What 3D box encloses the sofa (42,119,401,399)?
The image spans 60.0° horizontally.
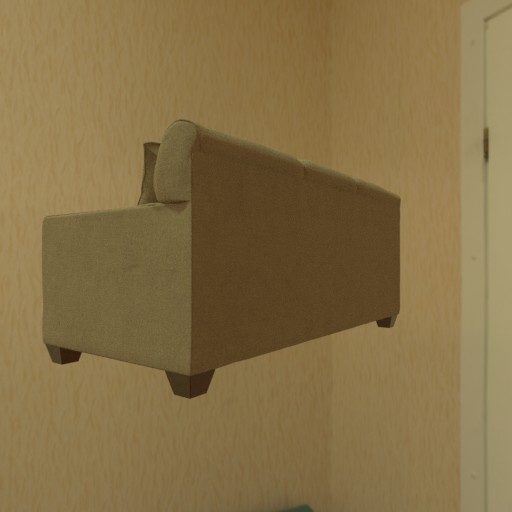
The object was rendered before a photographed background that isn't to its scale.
[{"bbox_3d":[0.000,0.000,2.509,0.997,0.958,2.024,0,0,37],"label":"sofa"}]
